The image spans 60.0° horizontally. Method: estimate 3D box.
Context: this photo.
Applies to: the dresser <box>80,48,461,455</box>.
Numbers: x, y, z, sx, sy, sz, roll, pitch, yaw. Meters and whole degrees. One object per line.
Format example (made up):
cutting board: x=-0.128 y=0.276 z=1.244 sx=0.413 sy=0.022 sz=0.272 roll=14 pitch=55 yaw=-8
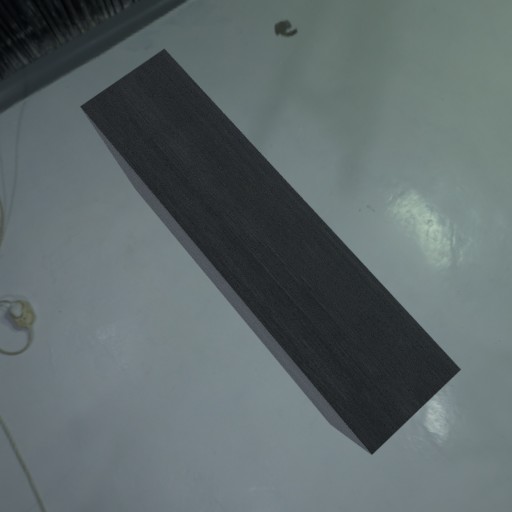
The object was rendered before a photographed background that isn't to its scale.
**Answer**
dresser: x=0.000 y=0.000 z=1.938 sx=0.400 sy=0.795 sz=1.590 roll=-39 pitch=79 yaw=-9
